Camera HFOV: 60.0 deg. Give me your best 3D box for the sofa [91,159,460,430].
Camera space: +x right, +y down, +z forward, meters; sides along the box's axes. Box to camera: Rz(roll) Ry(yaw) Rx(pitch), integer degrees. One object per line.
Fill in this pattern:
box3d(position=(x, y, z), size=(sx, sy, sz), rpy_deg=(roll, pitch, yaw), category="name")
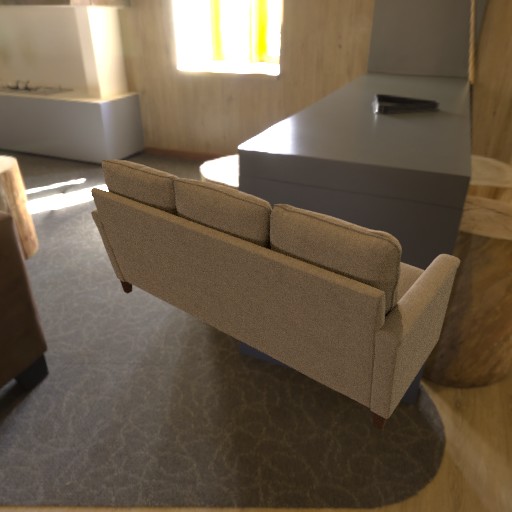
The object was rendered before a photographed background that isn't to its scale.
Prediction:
box3d(position=(0.000, 0.000, 2.461), size=(1.925, 0.959, 0.828), rpy_deg=(21, 35, 32), category="sofa")
